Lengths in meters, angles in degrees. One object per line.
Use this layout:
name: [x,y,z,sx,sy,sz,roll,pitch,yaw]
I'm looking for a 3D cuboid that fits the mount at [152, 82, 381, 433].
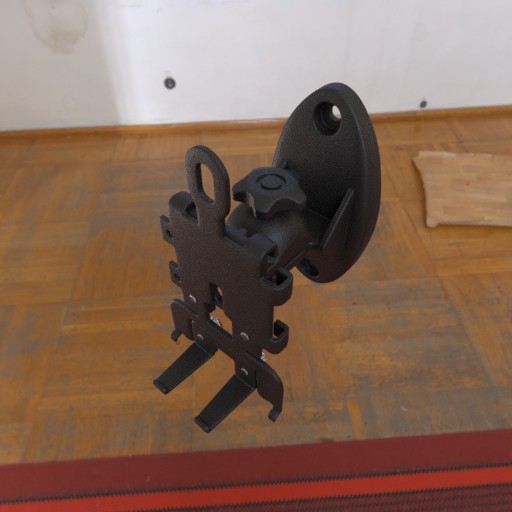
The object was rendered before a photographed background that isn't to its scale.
mount: [0.000,0.000,0.177,0.066,0.118,0.100,31,52,28]
